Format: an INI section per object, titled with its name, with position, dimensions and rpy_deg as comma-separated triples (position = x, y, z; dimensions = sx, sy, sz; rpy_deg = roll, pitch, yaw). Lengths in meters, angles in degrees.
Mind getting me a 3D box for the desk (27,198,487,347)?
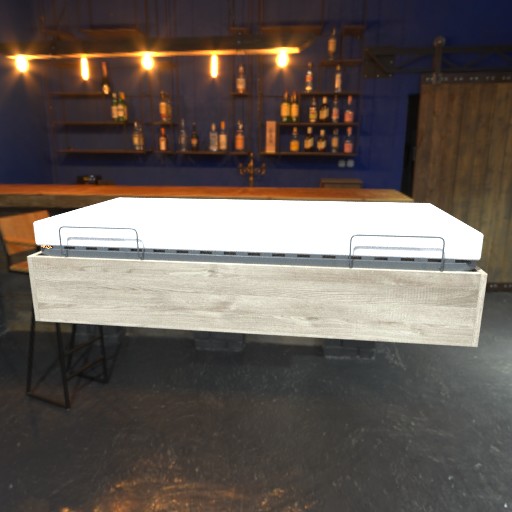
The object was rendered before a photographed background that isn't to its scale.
[desk]
position = 0.000, 0.000, 2.250
dimensions = 1.900, 0.455, 0.900
rpy_deg = 2, 15, 8
